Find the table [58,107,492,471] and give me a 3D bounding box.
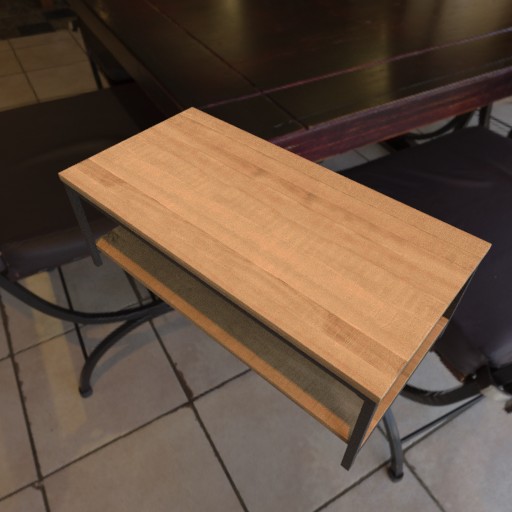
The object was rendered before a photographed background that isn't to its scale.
[{"bbox_3d":[0.000,0.000,1.368,1.100,0.399,0.551,32,54,27],"label":"table"}]
